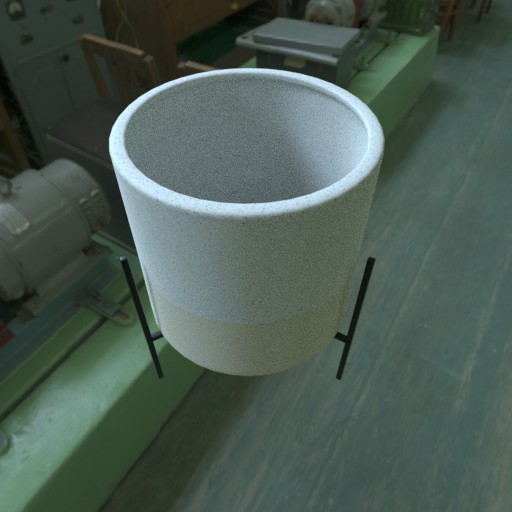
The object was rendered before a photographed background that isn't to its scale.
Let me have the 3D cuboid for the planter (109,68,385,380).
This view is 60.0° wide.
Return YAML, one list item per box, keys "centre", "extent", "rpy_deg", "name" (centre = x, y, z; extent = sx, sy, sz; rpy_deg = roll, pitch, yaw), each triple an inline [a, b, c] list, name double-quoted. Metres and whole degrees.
- centre: [0.000, 0.000, 0.654]
  extent: [0.335, 0.423, 0.313]
  rpy_deg: [23, 51, 20]
  name: "planter"
